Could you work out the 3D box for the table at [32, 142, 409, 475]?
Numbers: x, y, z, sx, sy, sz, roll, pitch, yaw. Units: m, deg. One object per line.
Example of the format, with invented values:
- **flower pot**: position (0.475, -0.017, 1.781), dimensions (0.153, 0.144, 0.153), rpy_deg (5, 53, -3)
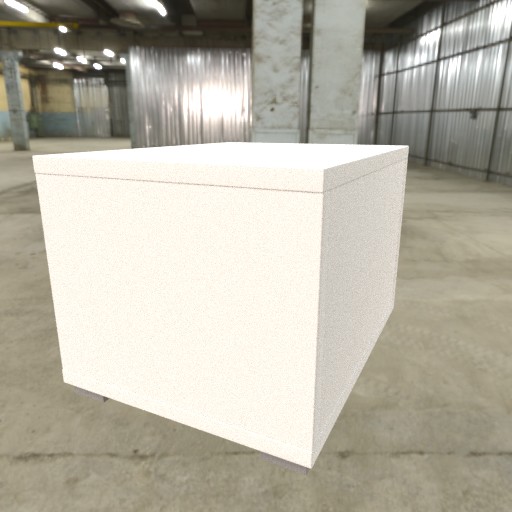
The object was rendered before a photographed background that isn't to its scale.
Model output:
- **table**: position (0.000, 0.000, 0.766), dimensions (0.399, 0.357, 0.517), rpy_deg (8, 18, 25)
